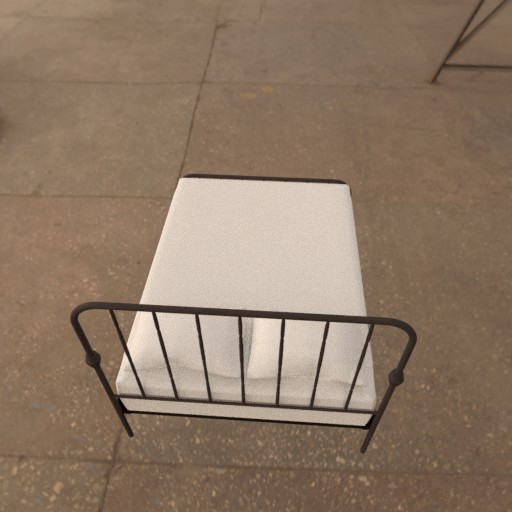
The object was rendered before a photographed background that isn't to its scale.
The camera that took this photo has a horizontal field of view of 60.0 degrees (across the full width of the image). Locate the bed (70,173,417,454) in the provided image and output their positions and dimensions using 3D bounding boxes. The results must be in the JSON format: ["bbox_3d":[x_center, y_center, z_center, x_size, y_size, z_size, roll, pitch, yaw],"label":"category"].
[{"bbox_3d":[0.000,0.000,3.132,1.616,1.446,2.134,3,46,3],"label":"bed"}]
